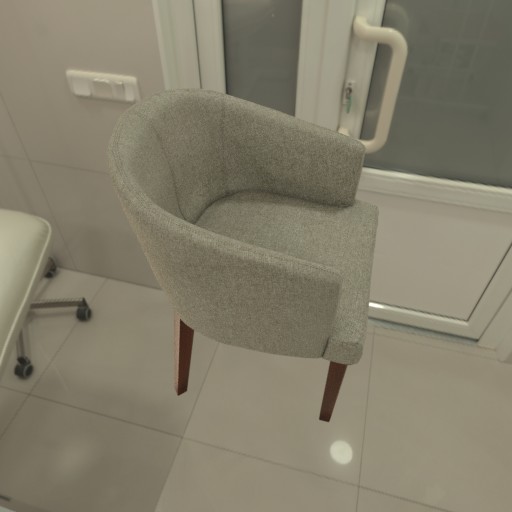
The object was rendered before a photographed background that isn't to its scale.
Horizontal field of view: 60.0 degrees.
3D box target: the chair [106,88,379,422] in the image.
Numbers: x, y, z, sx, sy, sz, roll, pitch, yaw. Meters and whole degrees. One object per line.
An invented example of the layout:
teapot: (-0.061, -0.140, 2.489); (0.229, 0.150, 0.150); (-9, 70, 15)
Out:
chair: (0.000, 0.000, 1.268); (0.655, 0.811, 0.583); (11, 47, 10)
